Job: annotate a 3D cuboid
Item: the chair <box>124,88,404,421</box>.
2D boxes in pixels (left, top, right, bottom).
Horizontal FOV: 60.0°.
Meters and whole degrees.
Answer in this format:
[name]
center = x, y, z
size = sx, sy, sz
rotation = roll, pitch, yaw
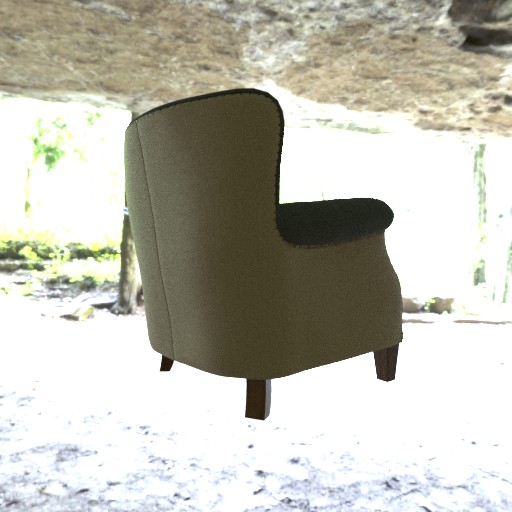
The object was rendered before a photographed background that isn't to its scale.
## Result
[chair]
center = 0.000, 0.000, 1.662
size = 0.921, 0.936, 0.861
rotation = -1, 2, -36
